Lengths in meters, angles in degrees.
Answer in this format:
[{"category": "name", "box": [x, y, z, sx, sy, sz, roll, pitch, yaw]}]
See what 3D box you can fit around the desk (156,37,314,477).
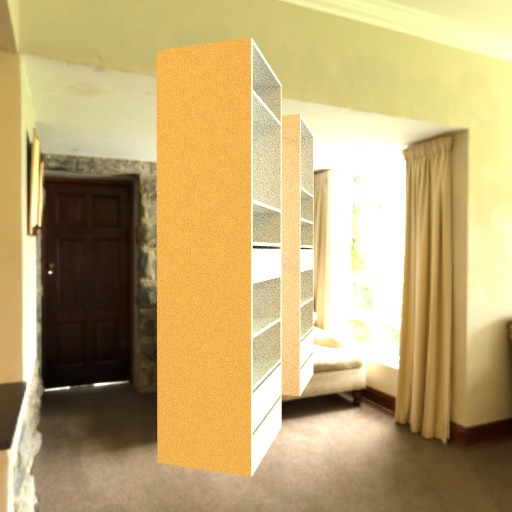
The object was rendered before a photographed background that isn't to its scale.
[{"category": "desk", "box": [0.000, 0.000, 2.933, 0.480, 2.000, 1.770, 0, 1, 16]}]
